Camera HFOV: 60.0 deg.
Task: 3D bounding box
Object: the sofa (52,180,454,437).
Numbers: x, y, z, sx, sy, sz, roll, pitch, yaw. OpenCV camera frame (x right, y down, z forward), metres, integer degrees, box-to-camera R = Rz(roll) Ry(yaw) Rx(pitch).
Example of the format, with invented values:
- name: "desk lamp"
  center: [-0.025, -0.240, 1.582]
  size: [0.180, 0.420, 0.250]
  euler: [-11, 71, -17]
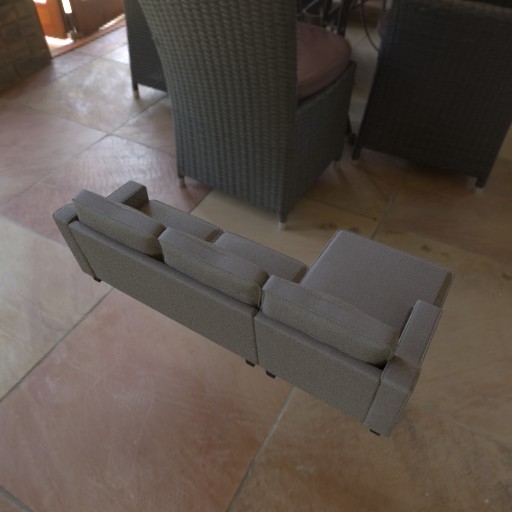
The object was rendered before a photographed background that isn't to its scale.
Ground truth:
- name: "sofa"
  center: [0.000, 0.000, 3.191]
  size: [2.561, 0.928, 1.294]
  euler: [24, 50, 22]
